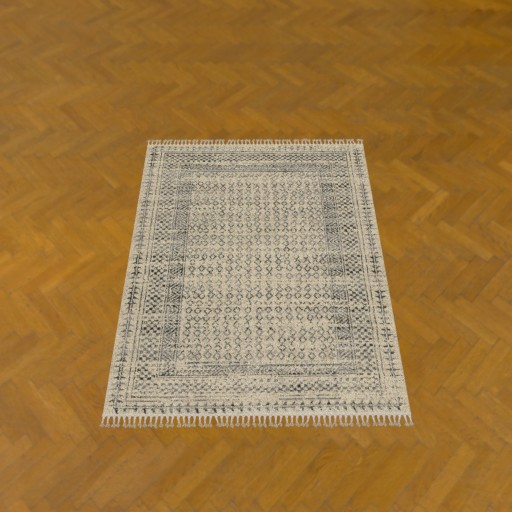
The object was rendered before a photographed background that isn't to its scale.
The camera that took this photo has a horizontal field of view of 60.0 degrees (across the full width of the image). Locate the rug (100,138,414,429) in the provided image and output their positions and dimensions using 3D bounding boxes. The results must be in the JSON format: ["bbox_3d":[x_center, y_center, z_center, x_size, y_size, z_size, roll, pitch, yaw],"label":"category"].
[{"bbox_3d":[0.000,0.000,3.996,2.312,0.013,2.940,0,59,0],"label":"rug"}]
